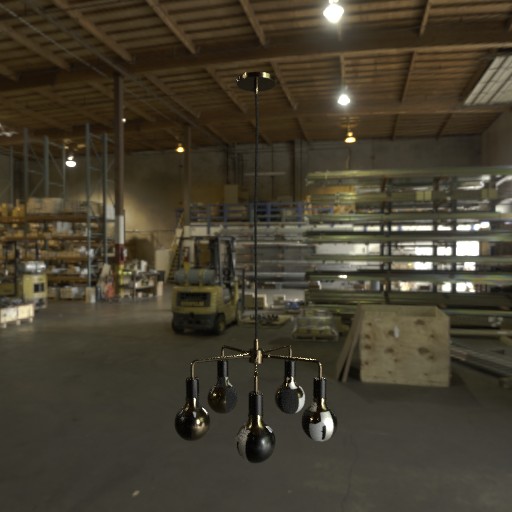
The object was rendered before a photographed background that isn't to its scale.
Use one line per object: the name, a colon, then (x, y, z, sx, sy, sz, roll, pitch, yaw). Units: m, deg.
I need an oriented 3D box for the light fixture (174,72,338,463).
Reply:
light fixture: (0.000, 0.000, 1.228, 0.438, 0.988, 0.421, 0, 0, 0)
